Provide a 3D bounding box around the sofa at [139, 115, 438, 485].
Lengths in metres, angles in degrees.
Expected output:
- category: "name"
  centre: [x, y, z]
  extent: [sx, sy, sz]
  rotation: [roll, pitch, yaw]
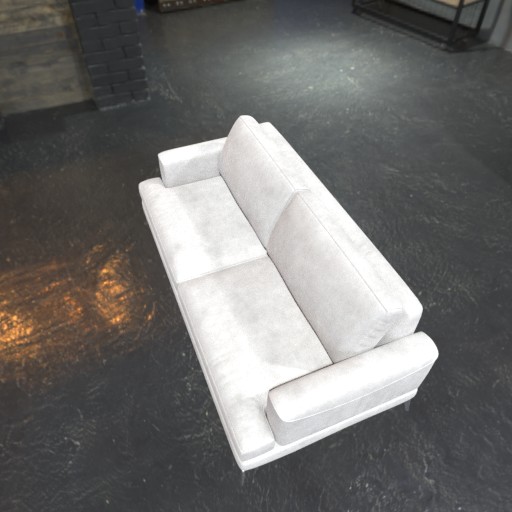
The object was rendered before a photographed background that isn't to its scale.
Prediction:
- category: "sofa"
  centre: [0.000, 0.000, 2.556]
  extent: [0.980, 0.830, 2.013]
  rotation: [-17, 49, -15]
